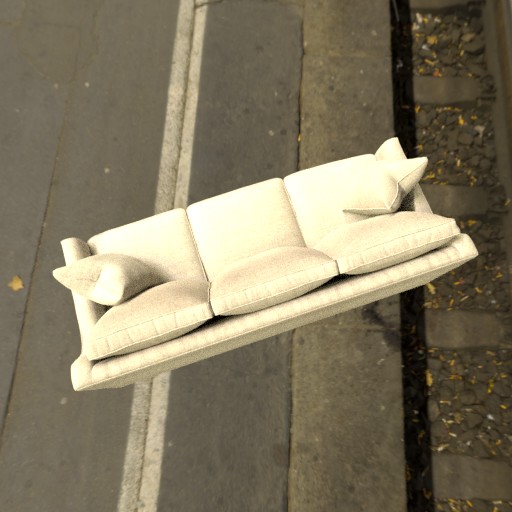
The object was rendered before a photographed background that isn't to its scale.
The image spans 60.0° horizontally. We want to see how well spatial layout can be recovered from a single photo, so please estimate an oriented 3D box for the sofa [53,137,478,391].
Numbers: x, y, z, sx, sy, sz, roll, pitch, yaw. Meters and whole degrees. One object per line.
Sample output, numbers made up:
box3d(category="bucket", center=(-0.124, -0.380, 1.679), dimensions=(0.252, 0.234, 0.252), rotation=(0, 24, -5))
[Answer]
box3d(category="sofa", center=(0.000, 0.000, 2.516), dimensions=(2.031, 0.914, 0.865), rotation=(-18, 76, -5))
